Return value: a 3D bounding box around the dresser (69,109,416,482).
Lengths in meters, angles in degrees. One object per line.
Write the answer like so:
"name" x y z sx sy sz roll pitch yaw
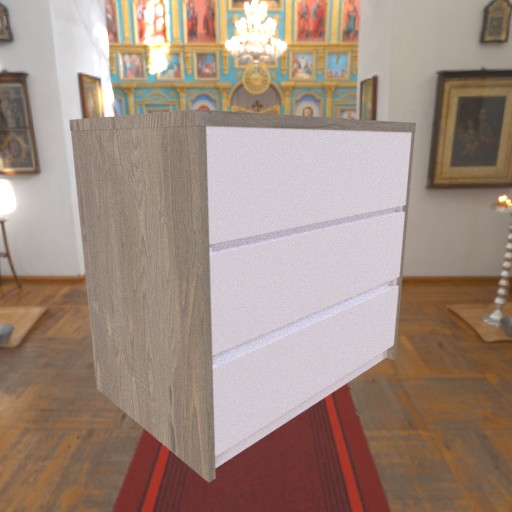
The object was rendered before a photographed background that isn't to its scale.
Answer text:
"dresser" 0.000 0.000 1.312 0.809 0.762 0.529 -14 20 -43
